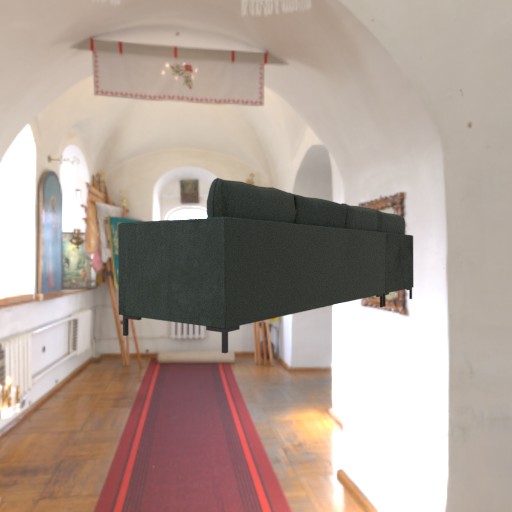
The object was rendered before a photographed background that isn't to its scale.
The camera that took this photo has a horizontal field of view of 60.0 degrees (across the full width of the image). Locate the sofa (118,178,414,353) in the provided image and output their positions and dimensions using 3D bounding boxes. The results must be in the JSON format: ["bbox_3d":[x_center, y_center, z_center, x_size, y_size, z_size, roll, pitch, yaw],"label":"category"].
[{"bbox_3d":[0.000,0.000,4.312,2.048,0.996,3.384,0,1,36],"label":"sofa"}]
